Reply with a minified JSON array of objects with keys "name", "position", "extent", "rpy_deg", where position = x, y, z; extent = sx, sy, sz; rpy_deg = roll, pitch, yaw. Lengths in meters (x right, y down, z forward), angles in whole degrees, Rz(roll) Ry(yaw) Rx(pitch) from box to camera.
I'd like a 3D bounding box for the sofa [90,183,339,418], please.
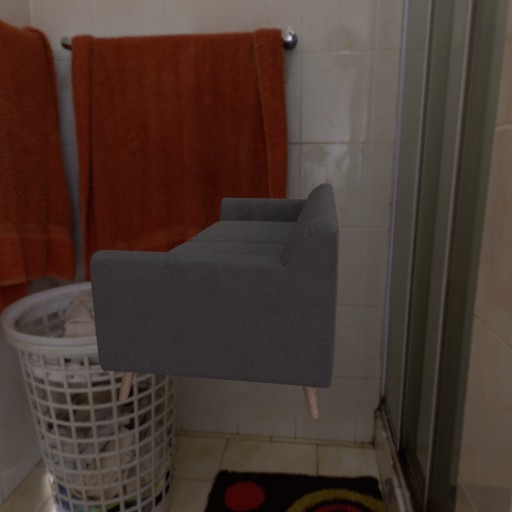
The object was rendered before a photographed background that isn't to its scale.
[{"name":"sofa","position":[0.000,0.000,2.632],"extent":[0.900,0.740,2.190],"rpy_deg":[2,13,9]}]
